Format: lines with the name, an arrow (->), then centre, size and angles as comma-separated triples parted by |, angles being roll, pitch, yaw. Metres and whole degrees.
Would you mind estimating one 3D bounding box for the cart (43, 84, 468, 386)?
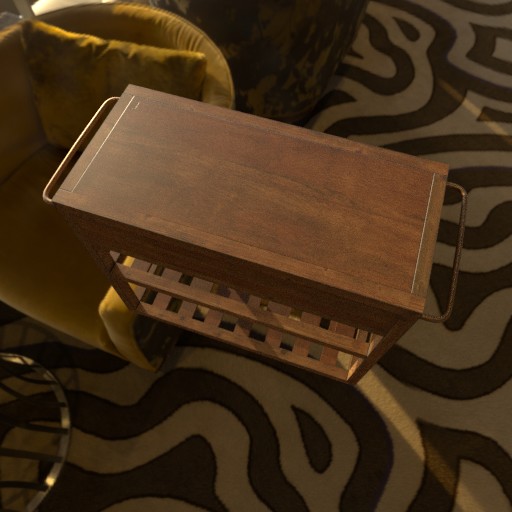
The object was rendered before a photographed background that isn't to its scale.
cart -> 0.000, 0.000, 1.486 | 1.065, 0.830, 0.445 | 17, 64, 9
